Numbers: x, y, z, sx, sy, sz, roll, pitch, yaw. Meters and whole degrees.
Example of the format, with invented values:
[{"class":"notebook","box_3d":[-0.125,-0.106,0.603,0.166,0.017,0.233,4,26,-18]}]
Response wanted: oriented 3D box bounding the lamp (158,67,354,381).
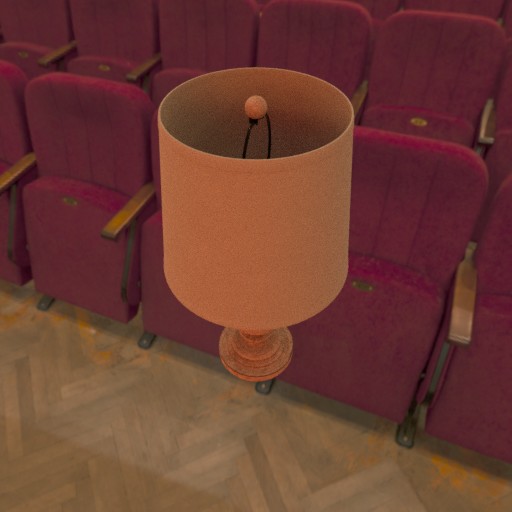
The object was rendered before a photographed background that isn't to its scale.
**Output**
[{"class":"lamp","box_3d":[0.000,0.000,0.664,0.273,0.497,0.273,0,45,0]}]
